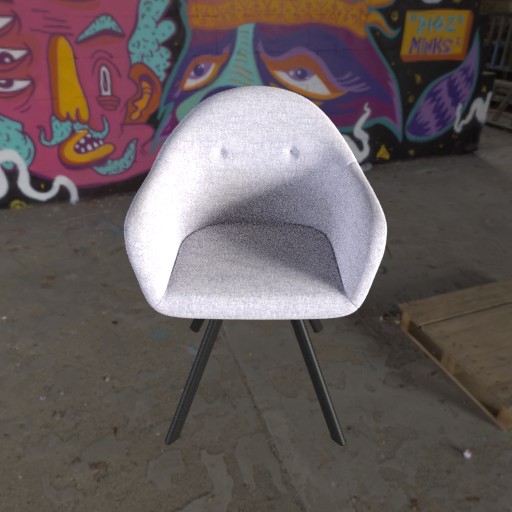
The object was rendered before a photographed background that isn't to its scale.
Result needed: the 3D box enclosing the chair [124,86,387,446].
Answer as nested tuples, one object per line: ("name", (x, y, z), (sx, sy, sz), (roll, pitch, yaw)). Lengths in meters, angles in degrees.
("chair", (0.000, 0.000, 1.179), (0.540, 0.780, 0.570), (0, 29, 0))
